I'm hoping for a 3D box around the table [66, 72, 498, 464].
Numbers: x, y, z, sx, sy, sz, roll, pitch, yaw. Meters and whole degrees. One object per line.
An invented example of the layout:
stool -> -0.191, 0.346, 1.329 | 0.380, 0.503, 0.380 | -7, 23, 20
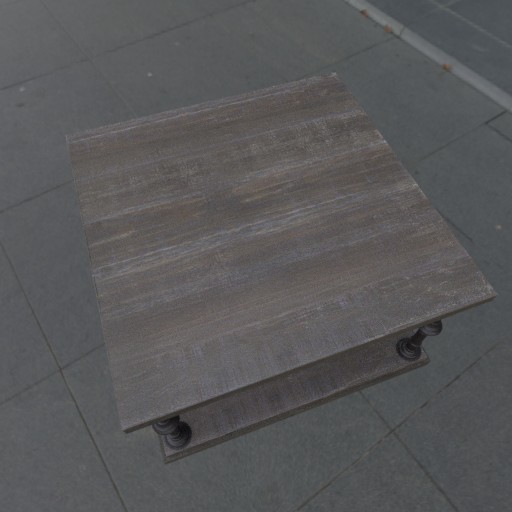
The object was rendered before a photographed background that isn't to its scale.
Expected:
table -> 0.000, 0.000, 1.096 | 0.696, 0.400, 0.696 | -17, 59, -10
